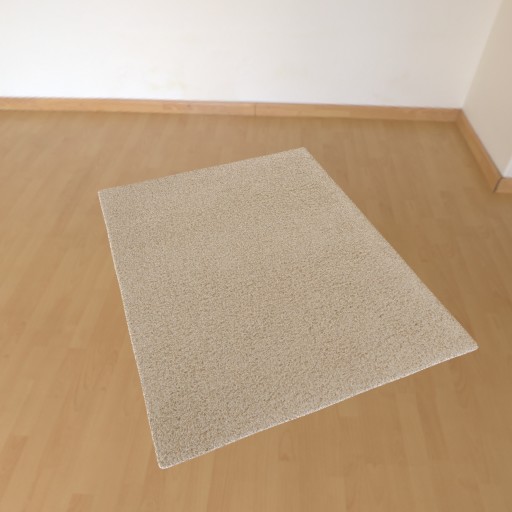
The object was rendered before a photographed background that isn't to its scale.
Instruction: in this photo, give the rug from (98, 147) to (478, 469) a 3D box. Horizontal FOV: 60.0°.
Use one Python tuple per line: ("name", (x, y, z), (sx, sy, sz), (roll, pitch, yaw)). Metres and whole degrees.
("rug", (0.000, 0.000, 4.027), (2.438, 0.029, 3.047), (-15, 47, -15))
